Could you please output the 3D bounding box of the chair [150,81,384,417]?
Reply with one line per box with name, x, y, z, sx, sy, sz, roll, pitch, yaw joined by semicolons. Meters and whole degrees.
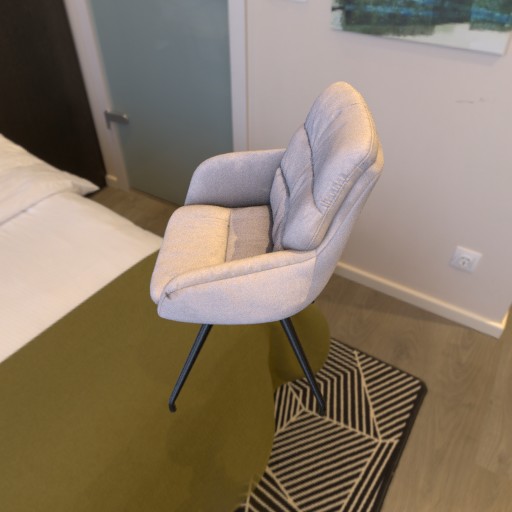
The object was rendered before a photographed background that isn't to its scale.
chair;0.000;0.000;1.282;0.569;0.888;0.579;1;41;1
